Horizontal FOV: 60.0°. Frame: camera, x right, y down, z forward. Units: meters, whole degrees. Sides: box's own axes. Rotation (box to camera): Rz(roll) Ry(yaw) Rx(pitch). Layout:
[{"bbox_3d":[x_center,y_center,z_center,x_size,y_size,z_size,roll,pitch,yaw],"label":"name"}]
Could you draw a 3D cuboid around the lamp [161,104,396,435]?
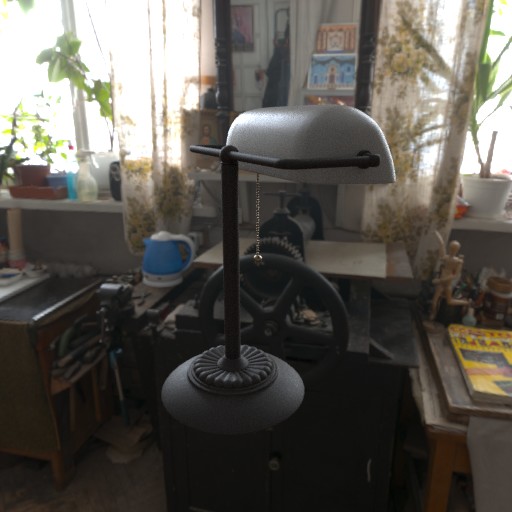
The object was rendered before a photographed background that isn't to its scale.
[{"bbox_3d":[0.000,0.000,0.526,0.243,0.339,0.264,-8,19,-25],"label":"lamp"}]
